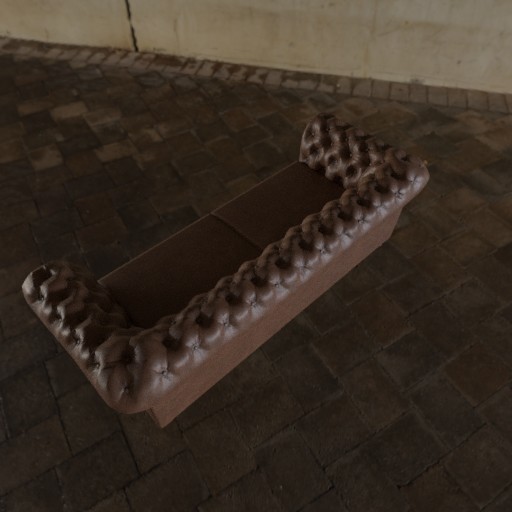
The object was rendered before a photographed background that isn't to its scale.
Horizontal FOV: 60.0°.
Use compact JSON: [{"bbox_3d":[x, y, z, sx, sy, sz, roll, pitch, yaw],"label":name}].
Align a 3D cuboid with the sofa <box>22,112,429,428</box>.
[{"bbox_3d":[0.000,0.000,2.745,2.385,0.783,0.944,-35,57,-28],"label":"sofa"}]
